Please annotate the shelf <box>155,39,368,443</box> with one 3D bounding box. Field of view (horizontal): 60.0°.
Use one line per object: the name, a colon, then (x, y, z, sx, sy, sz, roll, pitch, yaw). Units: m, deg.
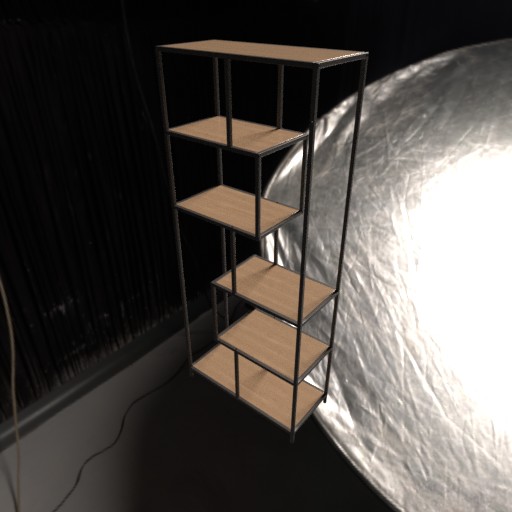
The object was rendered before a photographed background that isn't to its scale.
shelf: (0.000, 0.000, 2.175, 0.770, 1.850, 0.350, 22, 38, 32)
